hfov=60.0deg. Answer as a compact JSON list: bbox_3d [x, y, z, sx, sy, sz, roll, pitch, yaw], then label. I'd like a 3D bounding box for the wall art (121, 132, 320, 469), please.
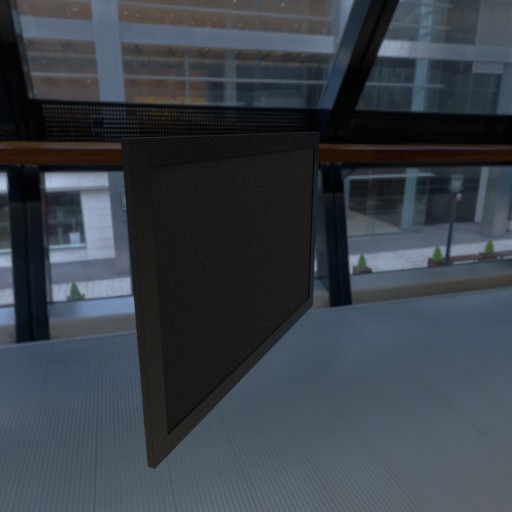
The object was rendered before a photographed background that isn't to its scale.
[{"bbox_3d":[0.000,0.000,0.843,0.013,0.447,0.660,8,18,25],"label":"wall art"}]
